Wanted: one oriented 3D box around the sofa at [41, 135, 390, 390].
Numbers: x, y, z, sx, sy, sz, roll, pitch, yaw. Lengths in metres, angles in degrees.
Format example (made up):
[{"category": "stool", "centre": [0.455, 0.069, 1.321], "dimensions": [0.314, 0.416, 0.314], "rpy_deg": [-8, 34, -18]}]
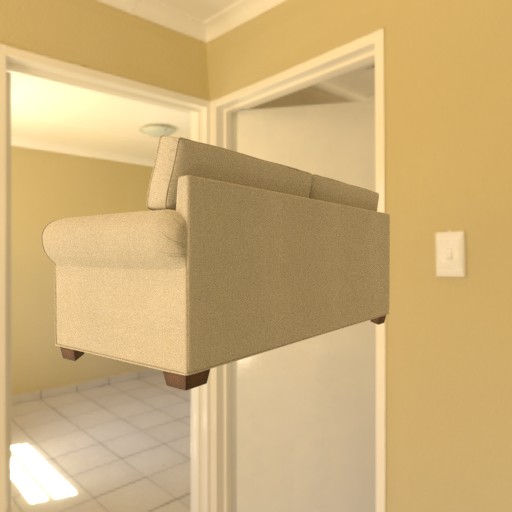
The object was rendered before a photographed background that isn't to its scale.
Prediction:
[{"category": "sofa", "centre": [0.000, 0.000, 2.628], "dimensions": [0.901, 0.962, 2.146], "rpy_deg": [0, 1, 37]}]
